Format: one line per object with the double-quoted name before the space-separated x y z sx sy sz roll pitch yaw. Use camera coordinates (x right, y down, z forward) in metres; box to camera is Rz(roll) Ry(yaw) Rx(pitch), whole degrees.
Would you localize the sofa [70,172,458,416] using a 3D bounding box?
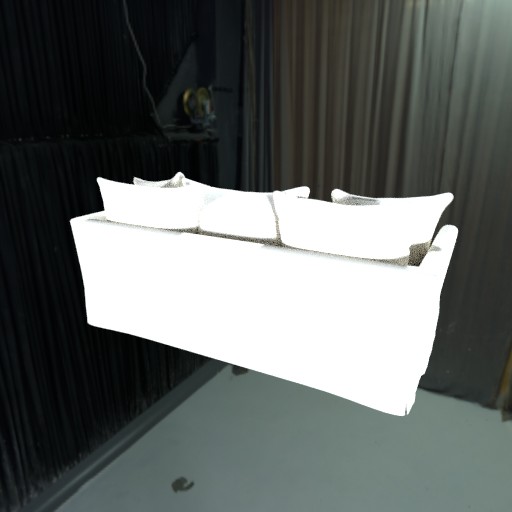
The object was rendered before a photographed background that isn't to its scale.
"sofa" 0.000 0.000 2.881 2.290 1.034 1.031 9 20 27
